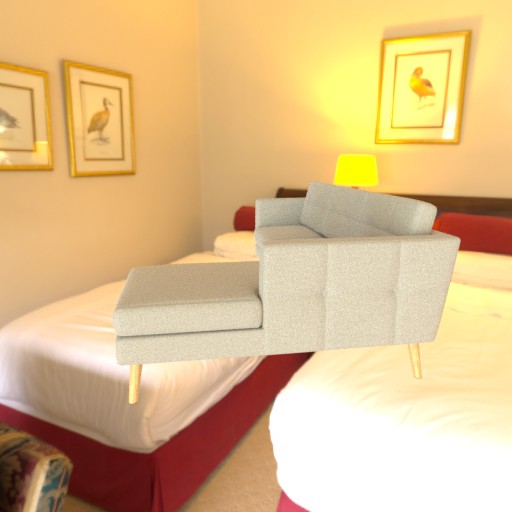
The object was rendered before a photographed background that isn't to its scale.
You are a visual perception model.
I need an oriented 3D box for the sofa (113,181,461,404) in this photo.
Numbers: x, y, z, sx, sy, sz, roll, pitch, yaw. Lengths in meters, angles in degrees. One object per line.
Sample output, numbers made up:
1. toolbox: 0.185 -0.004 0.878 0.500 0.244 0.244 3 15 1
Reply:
1. sofa: 0.000 0.000 2.877 1.530 0.860 2.040 -2 13 -9
